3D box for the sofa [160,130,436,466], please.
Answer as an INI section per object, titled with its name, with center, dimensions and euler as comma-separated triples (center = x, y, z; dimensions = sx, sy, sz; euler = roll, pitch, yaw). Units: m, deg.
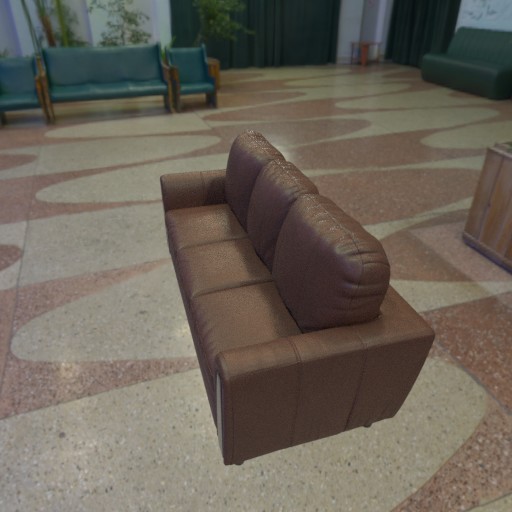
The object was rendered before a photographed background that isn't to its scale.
[sofa]
center = 0.000, 0.000, 2.305
dimensions = 0.802, 0.915, 1.862
euler = -9, 32, -14
